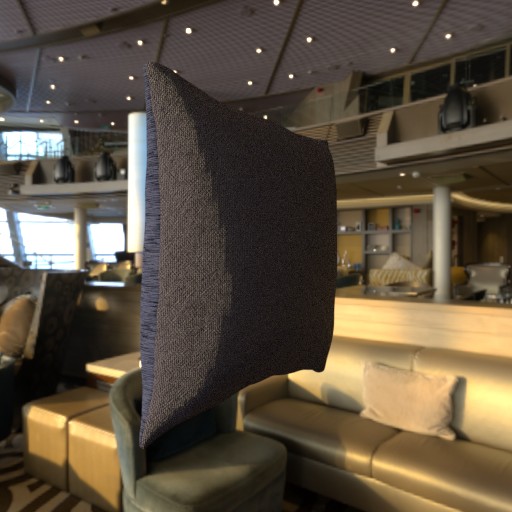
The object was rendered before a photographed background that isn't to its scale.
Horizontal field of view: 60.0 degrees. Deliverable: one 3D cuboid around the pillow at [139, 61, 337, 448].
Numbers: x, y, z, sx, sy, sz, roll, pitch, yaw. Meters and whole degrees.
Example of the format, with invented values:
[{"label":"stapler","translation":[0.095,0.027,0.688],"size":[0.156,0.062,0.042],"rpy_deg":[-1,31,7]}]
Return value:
[{"label":"pillow","translation":[0.000,0.000,0.673],"size":[0.204,0.439,0.452],"rpy_deg":[0,0,35]}]
